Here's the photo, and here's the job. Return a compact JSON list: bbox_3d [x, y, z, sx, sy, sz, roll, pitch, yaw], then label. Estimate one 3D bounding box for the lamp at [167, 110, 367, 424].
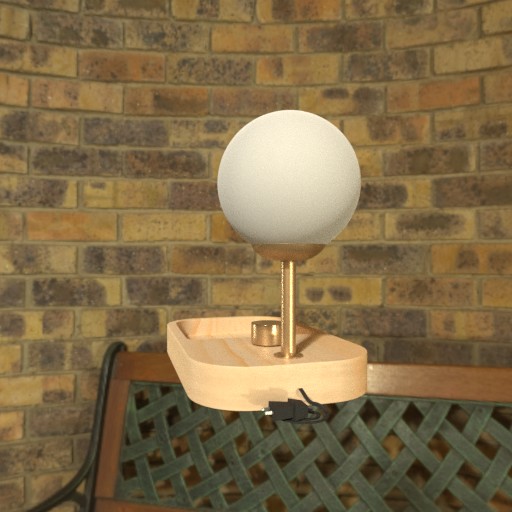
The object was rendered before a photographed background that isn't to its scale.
[{"bbox_3d":[0.000,0.000,0.491,0.173,0.253,0.331,0,0,-17],"label":"lamp"}]
